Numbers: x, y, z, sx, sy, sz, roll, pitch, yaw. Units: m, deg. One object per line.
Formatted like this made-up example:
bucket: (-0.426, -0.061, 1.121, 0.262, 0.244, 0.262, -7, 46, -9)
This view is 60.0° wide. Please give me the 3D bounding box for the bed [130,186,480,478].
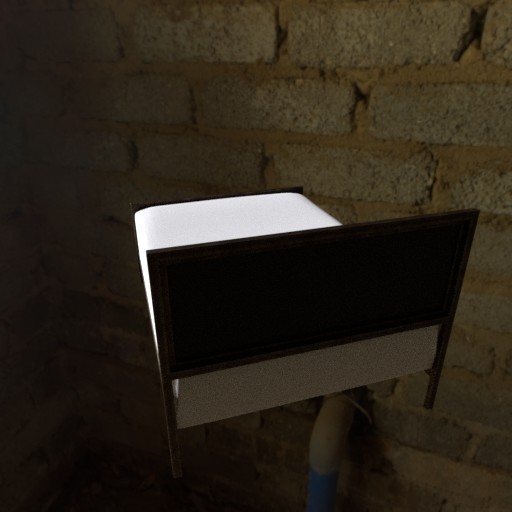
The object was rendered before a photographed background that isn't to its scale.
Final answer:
bed: (0.000, 0.000, 3.197, 1.607, 1.313, 2.221, -8, 28, -16)
